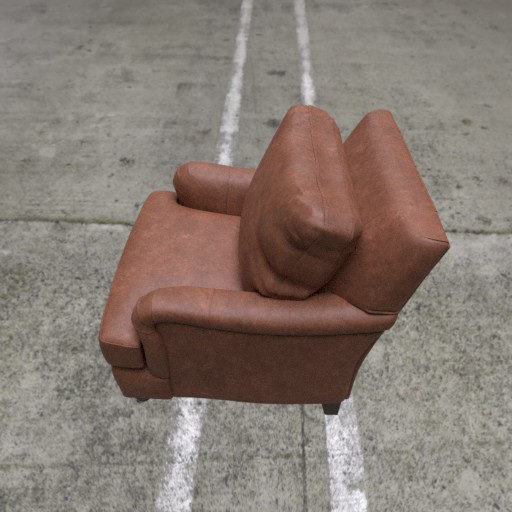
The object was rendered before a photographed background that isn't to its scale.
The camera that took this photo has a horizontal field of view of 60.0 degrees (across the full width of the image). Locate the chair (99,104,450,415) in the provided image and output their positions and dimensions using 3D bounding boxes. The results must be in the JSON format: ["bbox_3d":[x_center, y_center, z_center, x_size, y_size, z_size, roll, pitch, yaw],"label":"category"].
[{"bbox_3d":[0.000,0.000,1.903,1.158,1.055,0.986,1,42,1],"label":"chair"}]
